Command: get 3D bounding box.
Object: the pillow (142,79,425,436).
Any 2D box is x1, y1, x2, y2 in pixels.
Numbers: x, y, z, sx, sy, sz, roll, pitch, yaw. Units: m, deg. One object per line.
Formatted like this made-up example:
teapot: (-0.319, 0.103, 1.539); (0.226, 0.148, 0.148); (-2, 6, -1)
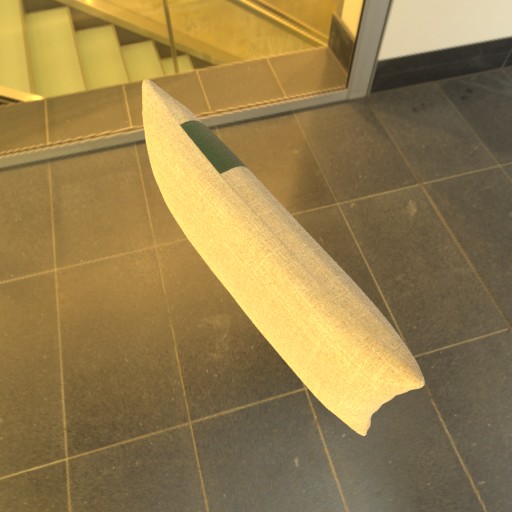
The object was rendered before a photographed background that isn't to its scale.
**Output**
pillow: (0.000, 0.000, 1.012); (0.197, 0.429, 0.859); (-31, 64, -18)
